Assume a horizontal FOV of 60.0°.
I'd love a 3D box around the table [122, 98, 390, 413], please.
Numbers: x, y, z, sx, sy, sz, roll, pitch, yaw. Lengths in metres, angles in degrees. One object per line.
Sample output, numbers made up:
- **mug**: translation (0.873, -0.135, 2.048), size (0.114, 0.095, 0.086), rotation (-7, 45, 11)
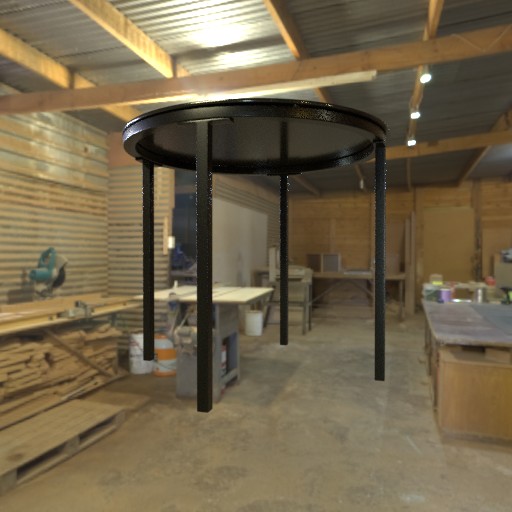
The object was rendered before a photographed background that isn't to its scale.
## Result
- **table**: translation (0.000, 0.000, 0.863), size (0.499, 0.443, 0.499), rotation (0, 1, 0)
